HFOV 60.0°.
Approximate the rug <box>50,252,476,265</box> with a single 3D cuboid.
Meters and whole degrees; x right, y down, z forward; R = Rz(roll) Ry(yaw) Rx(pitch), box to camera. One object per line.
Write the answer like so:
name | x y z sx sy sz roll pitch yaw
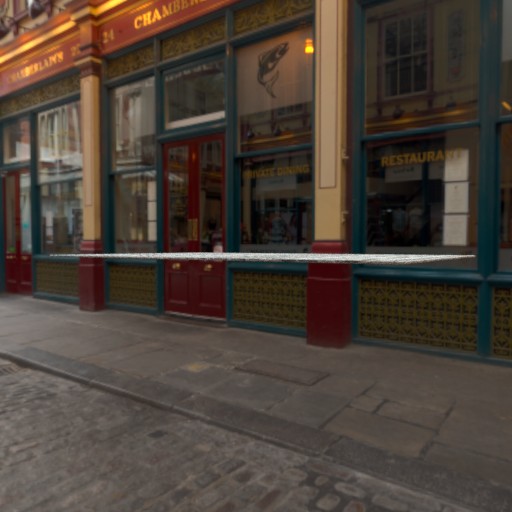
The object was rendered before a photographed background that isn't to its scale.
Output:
rug | 0.000 0.000 4.674 3.824 0.019 2.393 1 1 36
